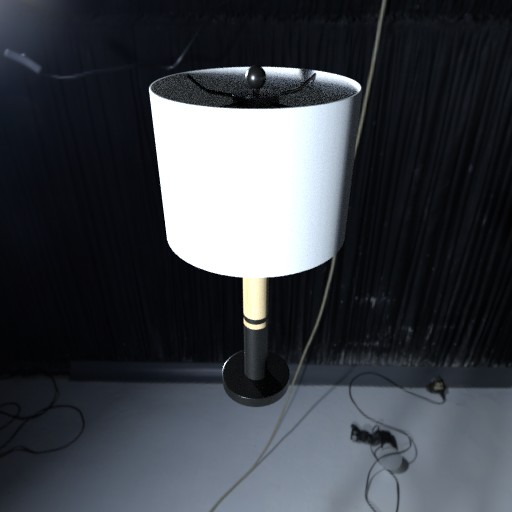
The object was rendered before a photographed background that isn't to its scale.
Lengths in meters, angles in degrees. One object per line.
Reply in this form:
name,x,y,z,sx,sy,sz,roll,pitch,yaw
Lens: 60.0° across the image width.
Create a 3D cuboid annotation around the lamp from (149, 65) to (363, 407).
lamp,0.000,0.000,0.801,0.305,0.640,0.305,0,32,0
